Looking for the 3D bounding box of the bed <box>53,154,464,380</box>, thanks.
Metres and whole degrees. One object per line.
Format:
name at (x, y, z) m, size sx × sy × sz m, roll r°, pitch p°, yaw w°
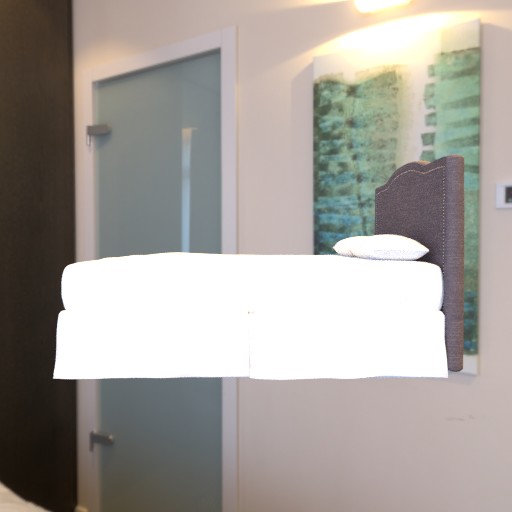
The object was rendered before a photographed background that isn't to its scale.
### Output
bed at (0.000, 0.000, 3.487) m, size 2.507 × 1.441 × 1.741 m, roll 0°, pitch 2°, yaw 0°
